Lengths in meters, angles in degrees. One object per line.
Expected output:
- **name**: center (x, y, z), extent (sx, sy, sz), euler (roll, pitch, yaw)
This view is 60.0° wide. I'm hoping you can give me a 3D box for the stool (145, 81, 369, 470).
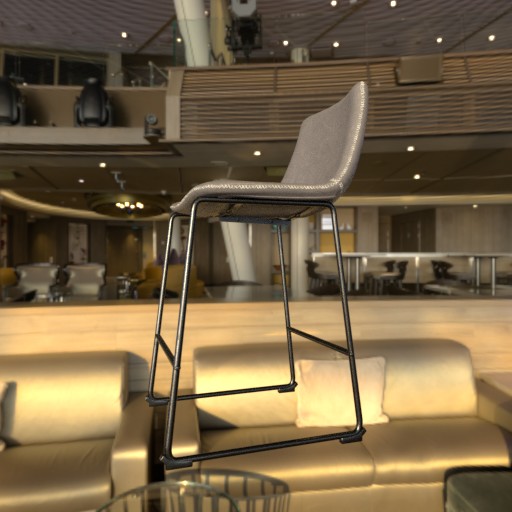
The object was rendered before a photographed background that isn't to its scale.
- **stool**: center (0.000, 0.000, 1.181), extent (0.546, 0.876, 0.470), euler (0, 0, -18)
